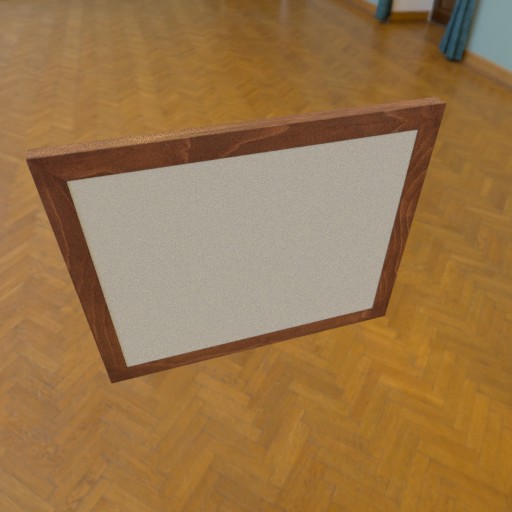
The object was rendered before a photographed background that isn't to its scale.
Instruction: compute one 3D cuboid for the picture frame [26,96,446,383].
[{"bbox_3d":[0.000,0.000,0.728,0.559,0.457,0.025,-11,43,-13],"label":"picture frame"}]
